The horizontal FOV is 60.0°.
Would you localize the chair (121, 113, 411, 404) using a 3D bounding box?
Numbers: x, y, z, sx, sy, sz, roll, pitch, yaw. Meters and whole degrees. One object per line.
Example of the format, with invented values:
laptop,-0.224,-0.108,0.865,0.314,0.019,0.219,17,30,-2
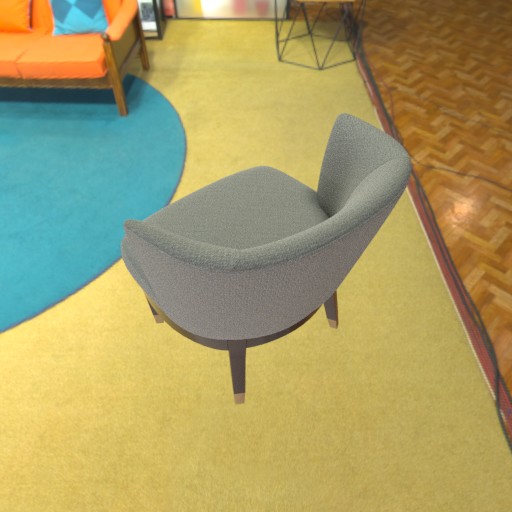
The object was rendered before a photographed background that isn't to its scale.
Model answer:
chair,0.000,0.000,1.322,0.700,0.760,0.660,-32,55,-26
